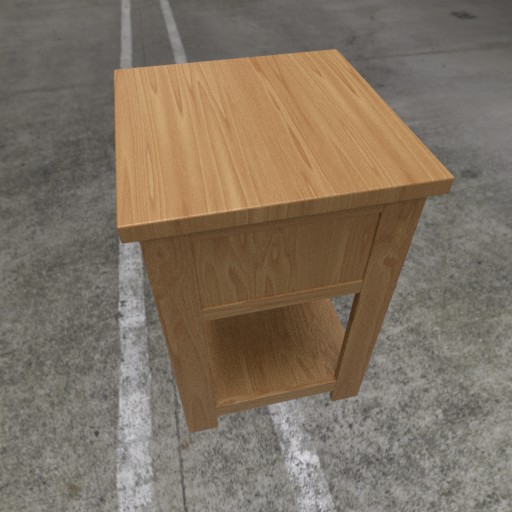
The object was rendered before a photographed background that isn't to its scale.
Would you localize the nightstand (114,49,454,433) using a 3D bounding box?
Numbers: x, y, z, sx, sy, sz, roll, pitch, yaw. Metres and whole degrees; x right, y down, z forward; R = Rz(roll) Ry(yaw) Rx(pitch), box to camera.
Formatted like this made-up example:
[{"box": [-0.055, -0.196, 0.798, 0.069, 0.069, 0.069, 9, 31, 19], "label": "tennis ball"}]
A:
[{"box": [0.000, 0.000, 0.890, 0.418, 0.614, 0.428, -9, 46, -9], "label": "nightstand"}]
